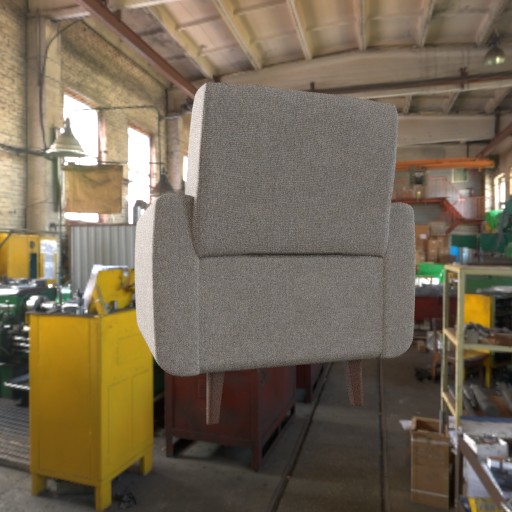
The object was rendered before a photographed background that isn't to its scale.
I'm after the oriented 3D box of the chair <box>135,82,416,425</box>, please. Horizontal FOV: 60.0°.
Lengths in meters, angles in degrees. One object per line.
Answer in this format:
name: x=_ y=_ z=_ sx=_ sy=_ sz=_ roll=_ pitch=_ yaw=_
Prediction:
chair: x=0.000 y=0.000 z=1.680 sx=0.845 sy=0.968 sz=0.942 roll=0 pitch=1 yaw=-18
